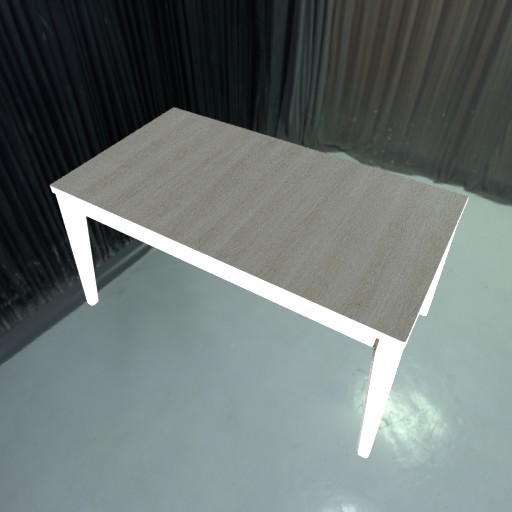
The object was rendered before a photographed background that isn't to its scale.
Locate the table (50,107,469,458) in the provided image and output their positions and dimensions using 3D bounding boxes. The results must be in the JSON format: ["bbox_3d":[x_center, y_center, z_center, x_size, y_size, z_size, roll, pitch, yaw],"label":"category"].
[{"bbox_3d":[0.000,0.000,2.114,1.600,0.760,0.900,23,49,22],"label":"table"}]
